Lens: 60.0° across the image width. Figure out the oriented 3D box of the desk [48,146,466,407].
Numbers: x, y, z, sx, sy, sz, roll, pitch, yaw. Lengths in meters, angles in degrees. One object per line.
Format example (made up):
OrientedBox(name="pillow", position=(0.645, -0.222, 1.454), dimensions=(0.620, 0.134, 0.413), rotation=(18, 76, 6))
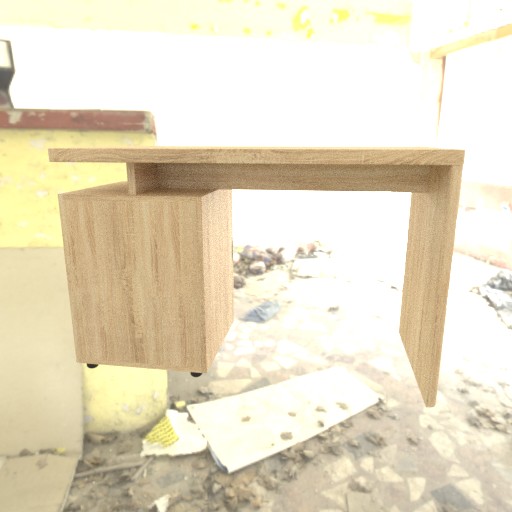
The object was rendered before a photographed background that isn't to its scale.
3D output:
OrientedBox(name="desk", position=(0.000, 0.000, 1.595), dimensions=(1.200, 0.760, 0.550), rotation=(2, 15, 9))
